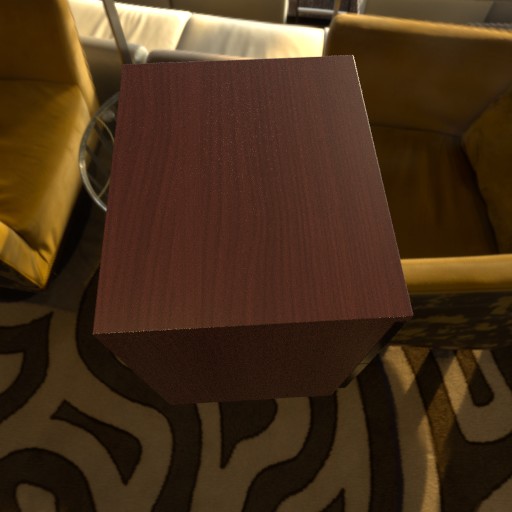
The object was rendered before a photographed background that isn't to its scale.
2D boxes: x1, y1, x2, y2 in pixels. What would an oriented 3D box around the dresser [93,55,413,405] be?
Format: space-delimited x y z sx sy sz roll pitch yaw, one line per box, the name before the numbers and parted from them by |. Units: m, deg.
dresser | 0.000 0.000 0.760 0.360 0.470 0.400 -3 63 -2
